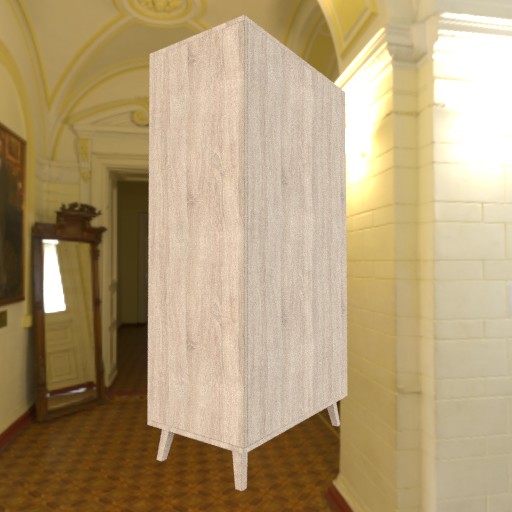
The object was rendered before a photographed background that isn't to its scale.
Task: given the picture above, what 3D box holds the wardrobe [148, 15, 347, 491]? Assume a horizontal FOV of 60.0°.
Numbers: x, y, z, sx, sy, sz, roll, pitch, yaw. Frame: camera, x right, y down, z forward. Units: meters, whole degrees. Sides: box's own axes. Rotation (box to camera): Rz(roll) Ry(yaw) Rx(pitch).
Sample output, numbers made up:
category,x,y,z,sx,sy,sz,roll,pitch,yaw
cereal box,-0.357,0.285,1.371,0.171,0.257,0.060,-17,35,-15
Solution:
category,x,y,z,sx,sy,sz,roll,pitch,yaw
wardrobe,0.000,0.000,2.382,0.600,1.960,1.000,-1,-2,36
